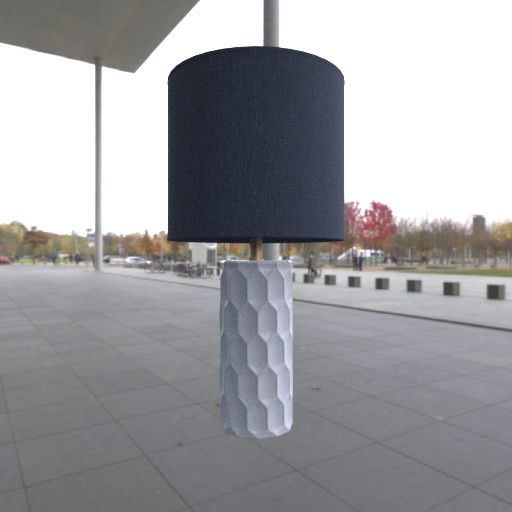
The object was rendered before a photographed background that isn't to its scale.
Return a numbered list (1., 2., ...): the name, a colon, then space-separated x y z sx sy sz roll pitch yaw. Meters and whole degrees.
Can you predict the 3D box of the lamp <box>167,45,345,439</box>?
1. lamp: 0.000 0.000 0.703 0.277 0.537 0.277 0 0 -18
